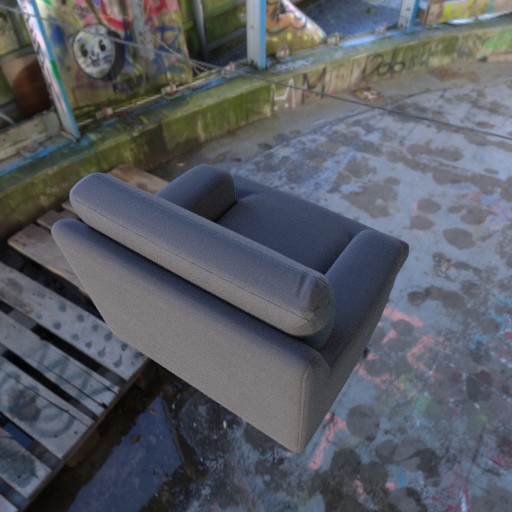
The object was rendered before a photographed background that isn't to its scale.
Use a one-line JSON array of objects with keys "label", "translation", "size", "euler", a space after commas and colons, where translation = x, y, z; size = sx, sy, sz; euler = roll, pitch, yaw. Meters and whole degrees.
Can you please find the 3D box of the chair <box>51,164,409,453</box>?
[{"label": "chair", "translation": [0.000, 0.000, 1.971], "size": [1.168, 0.940, 1.143], "euler": [26, 51, 23]}]
